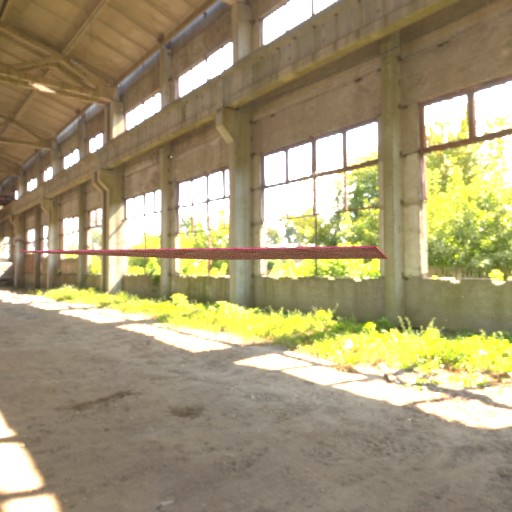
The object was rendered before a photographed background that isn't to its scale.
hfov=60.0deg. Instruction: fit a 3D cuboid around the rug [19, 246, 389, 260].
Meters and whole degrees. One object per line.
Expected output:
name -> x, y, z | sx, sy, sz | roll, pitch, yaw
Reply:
rug -> 0.000, 0.000, 4.269 | 2.389, 0.011, 3.306 | 0, -2, 18
